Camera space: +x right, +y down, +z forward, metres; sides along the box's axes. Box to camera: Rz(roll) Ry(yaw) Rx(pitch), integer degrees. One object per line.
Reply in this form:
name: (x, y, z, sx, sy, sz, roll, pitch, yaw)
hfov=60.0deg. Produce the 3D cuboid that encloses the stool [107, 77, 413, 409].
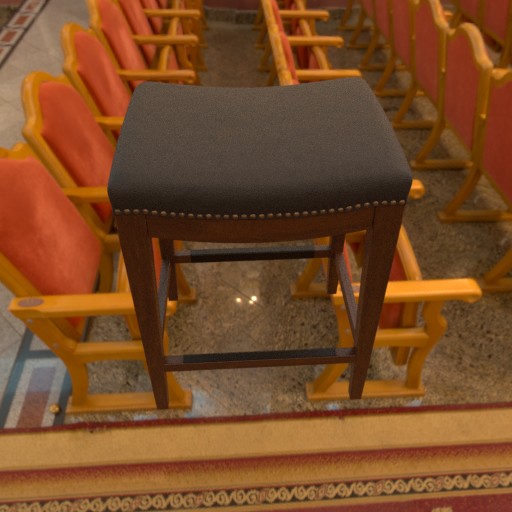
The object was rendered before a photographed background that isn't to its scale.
stool: (0.000, 0.000, 0.951, 0.490, 0.664, 0.353, -2, 46, -2)
